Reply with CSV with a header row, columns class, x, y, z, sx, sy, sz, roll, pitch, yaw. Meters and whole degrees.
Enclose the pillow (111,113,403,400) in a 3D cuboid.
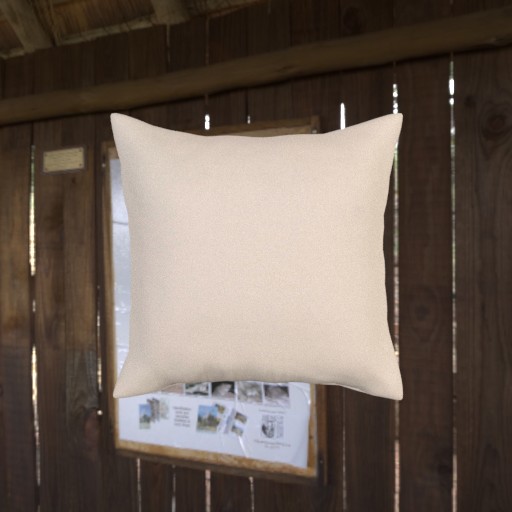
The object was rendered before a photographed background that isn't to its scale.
class,x,y,z,sx,sy,sz,roll,pitch,yaw
pillow,0.000,0.000,0.765,0.504,0.494,0.188,0,0,1
